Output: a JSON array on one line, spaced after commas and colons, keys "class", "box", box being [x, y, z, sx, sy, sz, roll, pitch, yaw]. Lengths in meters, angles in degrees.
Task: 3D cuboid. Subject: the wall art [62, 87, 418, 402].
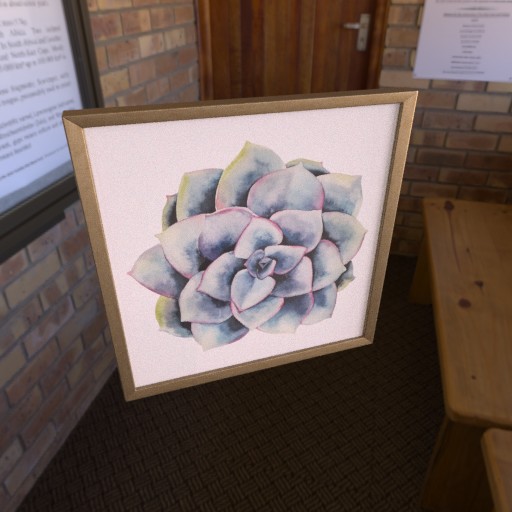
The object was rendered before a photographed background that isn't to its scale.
[{"class": "wall art", "box": [0.000, 0.000, 0.744, 0.503, 0.506, 0.030, -9, 33, -15]}]
